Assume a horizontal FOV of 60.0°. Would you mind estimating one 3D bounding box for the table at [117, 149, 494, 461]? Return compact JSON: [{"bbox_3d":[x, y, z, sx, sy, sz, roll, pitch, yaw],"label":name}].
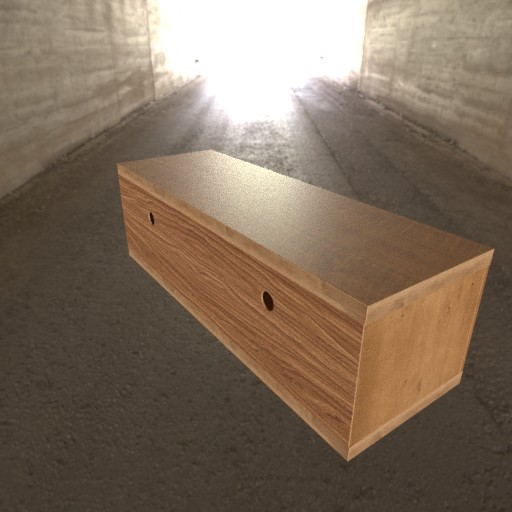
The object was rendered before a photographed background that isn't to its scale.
[{"bbox_3d":[0.000,0.000,1.711,0.499,0.491,1.499,-17,31,-32],"label":"table"}]
